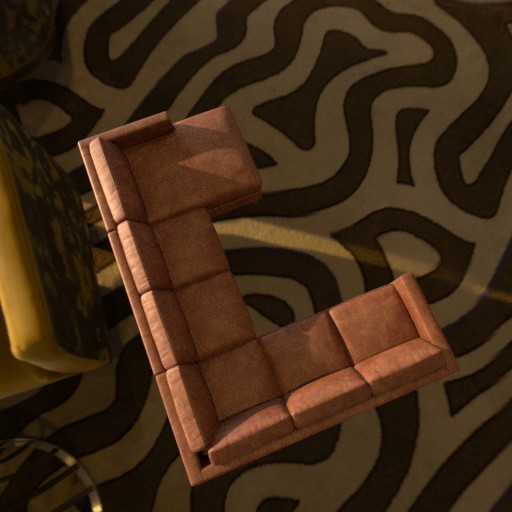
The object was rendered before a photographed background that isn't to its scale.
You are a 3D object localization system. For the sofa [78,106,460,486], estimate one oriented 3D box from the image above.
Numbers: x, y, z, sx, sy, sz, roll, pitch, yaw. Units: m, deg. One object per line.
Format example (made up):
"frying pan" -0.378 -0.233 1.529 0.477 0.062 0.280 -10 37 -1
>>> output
"sofa" 0.000 0.000 4.343 2.452 0.888 3.324 -21 76 -6
